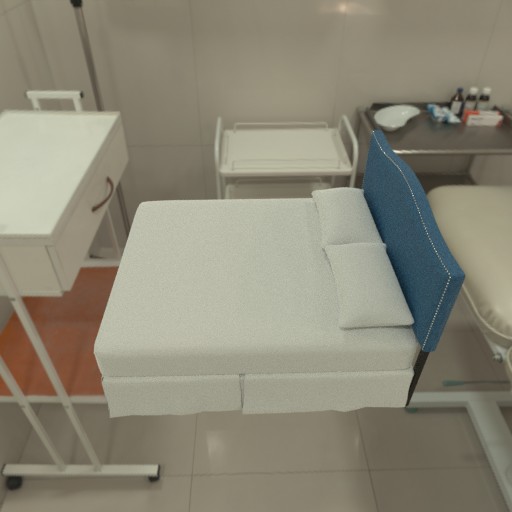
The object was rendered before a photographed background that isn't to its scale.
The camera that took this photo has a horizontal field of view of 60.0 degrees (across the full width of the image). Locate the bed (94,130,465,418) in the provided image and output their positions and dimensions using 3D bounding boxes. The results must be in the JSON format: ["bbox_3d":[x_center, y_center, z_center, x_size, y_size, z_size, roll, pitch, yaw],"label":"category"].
[{"bbox_3d":[0.000,0.000,2.929,1.872,1.169,1.610,-1,40,-1],"label":"bed"}]
